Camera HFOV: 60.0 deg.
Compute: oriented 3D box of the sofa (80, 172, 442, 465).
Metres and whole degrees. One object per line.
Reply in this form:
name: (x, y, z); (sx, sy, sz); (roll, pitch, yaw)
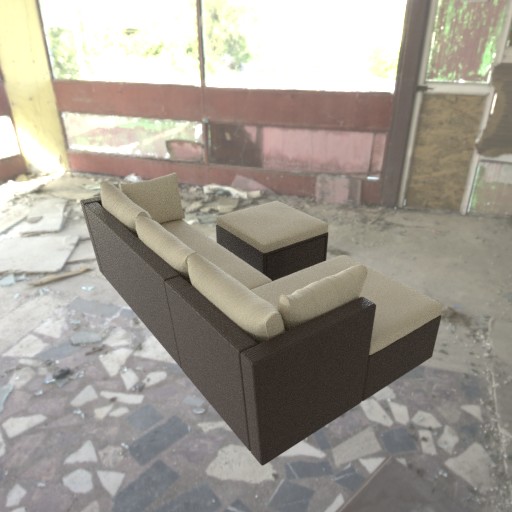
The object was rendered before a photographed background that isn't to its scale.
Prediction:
sofa: (0.000, 0.000, 2.988); (1.612, 0.766, 2.192); (-18, 33, -31)
